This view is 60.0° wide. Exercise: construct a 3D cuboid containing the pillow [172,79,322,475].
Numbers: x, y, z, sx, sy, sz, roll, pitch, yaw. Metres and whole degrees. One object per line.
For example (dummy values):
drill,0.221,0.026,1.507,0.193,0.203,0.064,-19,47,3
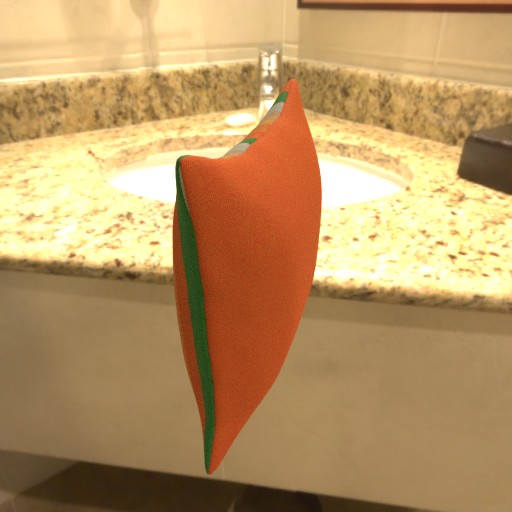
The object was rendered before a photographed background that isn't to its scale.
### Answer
pillow,0.000,0.000,0.674,0.169,0.444,0.453,9,31,14
